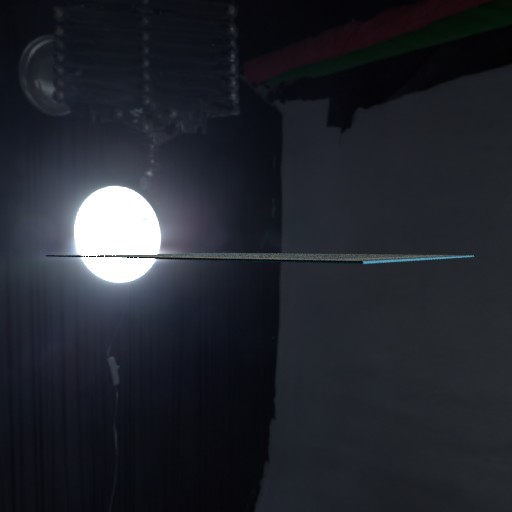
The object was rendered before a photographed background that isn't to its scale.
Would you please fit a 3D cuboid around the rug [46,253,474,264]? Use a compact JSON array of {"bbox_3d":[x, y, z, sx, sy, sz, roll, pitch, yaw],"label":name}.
[{"bbox_3d":[0.000,0.000,3.894,3.044,0.015,2.226,1,1,38],"label":"rug"}]
